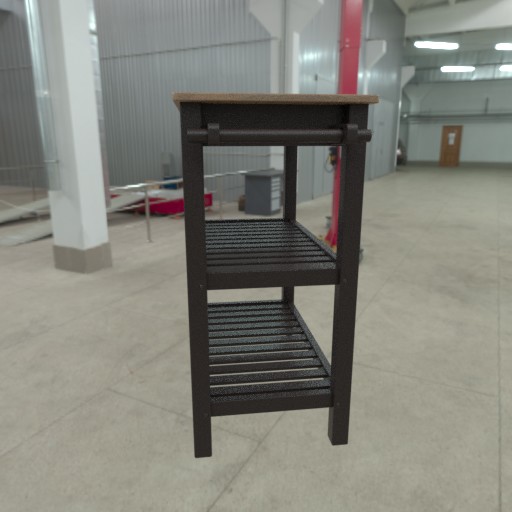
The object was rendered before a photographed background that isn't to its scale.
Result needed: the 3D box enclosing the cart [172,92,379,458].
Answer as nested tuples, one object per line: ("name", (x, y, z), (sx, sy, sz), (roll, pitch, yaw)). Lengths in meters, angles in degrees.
("cart", (0.000, 0.000, 1.443), (0.457, 0.927, 0.899), (-2, 15, -7))
